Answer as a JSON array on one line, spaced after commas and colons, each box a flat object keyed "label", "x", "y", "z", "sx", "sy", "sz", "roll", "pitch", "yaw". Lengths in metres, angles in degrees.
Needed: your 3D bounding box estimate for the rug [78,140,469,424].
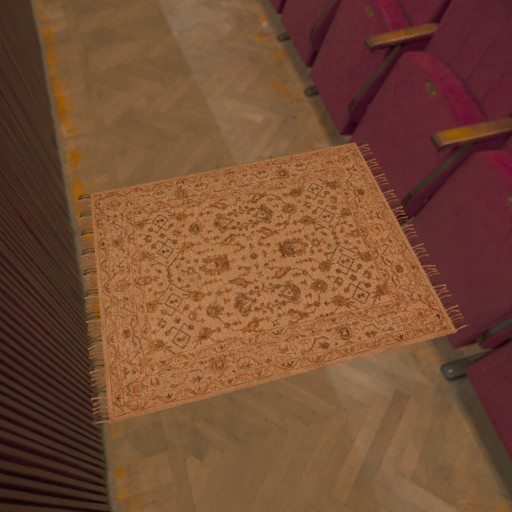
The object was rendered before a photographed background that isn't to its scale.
[{"label": "rug", "x": 0.000, "y": 0.000, "z": 2.270, "sx": 1.726, "sy": 0.009, "sz": 1.278, "roll": -13, "pitch": 59, "yaw": -8}]
